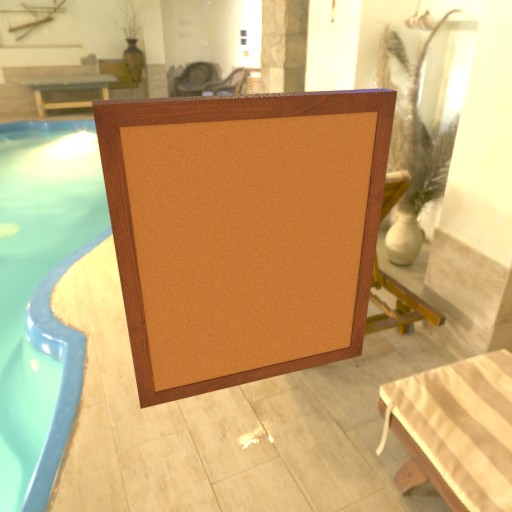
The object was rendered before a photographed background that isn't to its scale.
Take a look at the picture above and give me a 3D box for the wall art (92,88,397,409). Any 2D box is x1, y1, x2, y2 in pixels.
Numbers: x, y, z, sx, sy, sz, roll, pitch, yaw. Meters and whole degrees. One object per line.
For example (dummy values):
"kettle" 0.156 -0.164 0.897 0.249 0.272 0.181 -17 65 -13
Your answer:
"wall art" 0.000 0.000 0.555 0.330 0.381 0.030 -9 28 -17
